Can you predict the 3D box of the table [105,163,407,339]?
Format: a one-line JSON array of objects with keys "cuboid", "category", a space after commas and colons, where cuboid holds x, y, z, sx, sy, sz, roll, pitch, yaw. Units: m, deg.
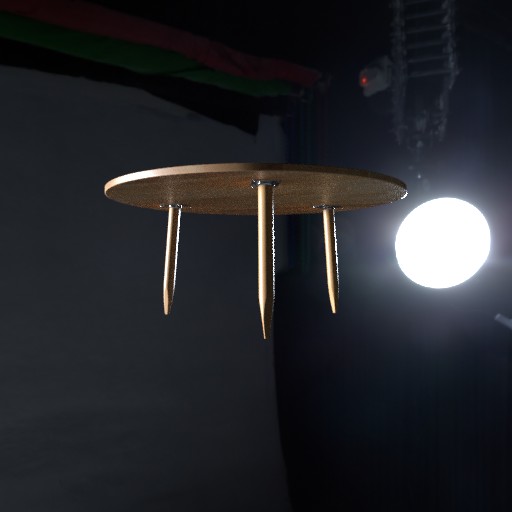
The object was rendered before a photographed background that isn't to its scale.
[{"cuboid": [0.000, 0.000, 1.393, 0.900, 0.400, 0.900, 0, -1, 0], "category": "table"}]
